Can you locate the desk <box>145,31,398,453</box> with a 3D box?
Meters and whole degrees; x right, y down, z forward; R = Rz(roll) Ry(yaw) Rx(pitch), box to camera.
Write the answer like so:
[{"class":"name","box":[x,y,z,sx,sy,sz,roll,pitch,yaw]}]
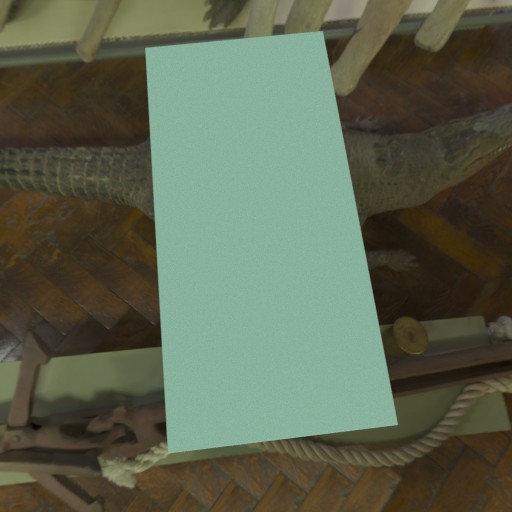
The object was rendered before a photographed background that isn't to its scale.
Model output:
[{"class":"desk","box":[0.000,0.000,1.483,0.509,0.780,1.059,-6,74,-2]}]
